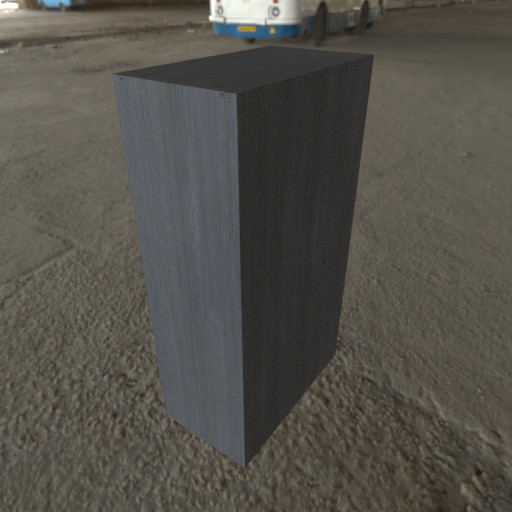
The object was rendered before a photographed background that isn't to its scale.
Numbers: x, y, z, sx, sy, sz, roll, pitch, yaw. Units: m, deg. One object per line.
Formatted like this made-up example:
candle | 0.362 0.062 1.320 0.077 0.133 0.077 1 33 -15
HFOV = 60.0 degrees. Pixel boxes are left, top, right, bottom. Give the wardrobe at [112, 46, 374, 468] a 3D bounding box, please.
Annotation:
wardrobe | 0.000 0.000 2.240 0.577 1.808 0.991 21 37 30
